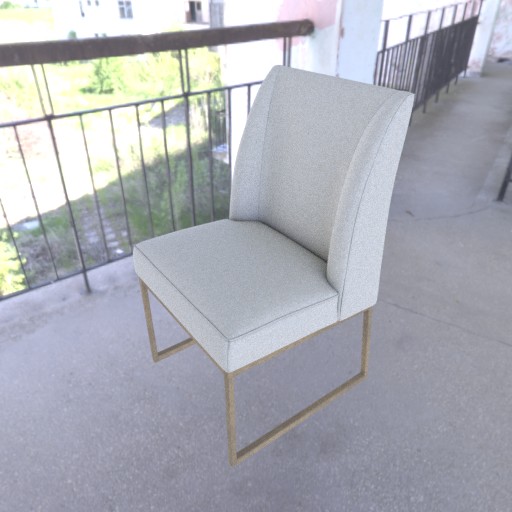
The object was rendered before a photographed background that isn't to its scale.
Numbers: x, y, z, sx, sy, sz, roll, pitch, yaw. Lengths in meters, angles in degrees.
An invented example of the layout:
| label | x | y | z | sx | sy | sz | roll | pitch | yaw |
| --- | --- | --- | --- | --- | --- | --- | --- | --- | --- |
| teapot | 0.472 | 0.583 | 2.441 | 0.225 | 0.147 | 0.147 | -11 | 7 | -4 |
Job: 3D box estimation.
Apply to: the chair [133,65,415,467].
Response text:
| label | x | y | z | sx | sy | sz | roll | pitch | yaw |
| --- | --- | --- | --- | --- | --- | --- | --- | --- | --- |
| chair | 0.000 | 0.000 | 1.197 | 0.522 | 0.863 | 0.508 | -21 | 38 | -30 |
